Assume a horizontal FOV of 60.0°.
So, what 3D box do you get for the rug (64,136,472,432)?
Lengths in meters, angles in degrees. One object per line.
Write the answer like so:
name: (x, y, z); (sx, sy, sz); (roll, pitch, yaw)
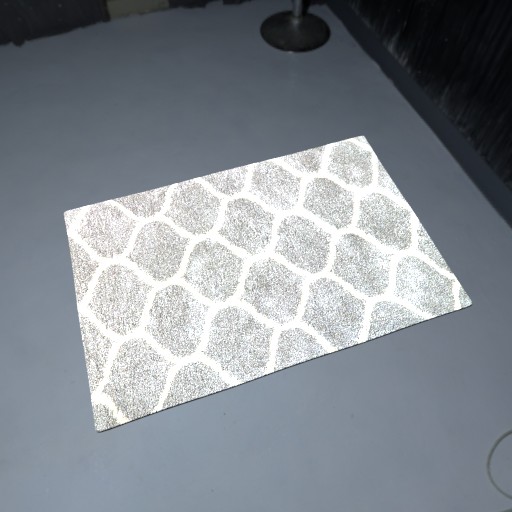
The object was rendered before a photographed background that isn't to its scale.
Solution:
rug: (0.000, 0.000, 3.404); (2.701, 0.026, 1.801); (-16, 60, -10)
